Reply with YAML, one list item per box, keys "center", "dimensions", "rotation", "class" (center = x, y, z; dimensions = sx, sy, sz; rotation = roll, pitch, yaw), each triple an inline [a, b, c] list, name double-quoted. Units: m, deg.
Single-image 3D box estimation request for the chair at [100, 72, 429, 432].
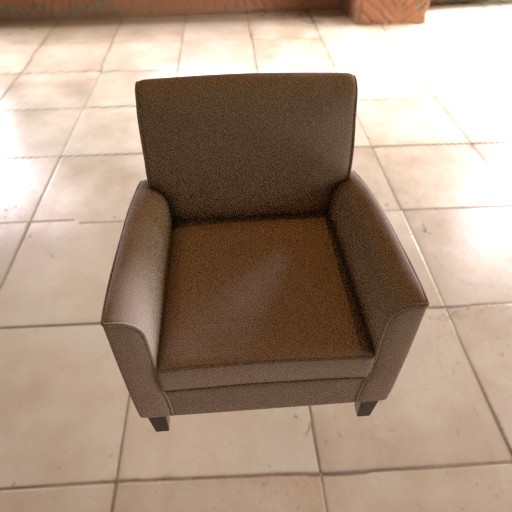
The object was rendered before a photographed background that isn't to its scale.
- center: [0.000, 0.000, 1.490]
  dimensions: [0.820, 0.915, 0.820]
  rotation: [-3, 45, -3]
  class: "chair"
